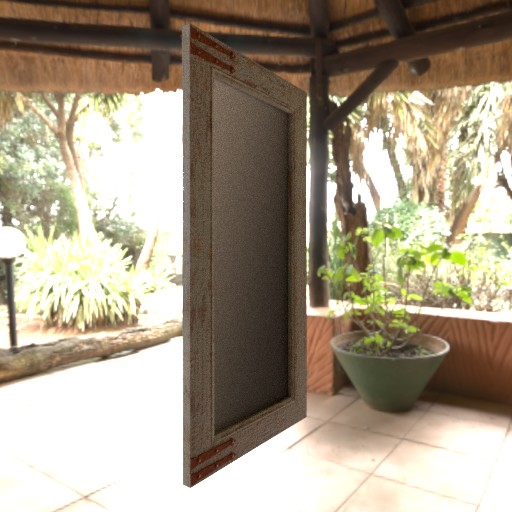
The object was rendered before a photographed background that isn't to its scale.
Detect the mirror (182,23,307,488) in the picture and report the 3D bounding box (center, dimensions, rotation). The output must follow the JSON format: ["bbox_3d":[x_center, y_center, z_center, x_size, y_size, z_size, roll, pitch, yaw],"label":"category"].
[{"bbox_3d":[0.000,0.000,1.074,0.027,0.922,0.472,0,1,36],"label":"mirror"}]
